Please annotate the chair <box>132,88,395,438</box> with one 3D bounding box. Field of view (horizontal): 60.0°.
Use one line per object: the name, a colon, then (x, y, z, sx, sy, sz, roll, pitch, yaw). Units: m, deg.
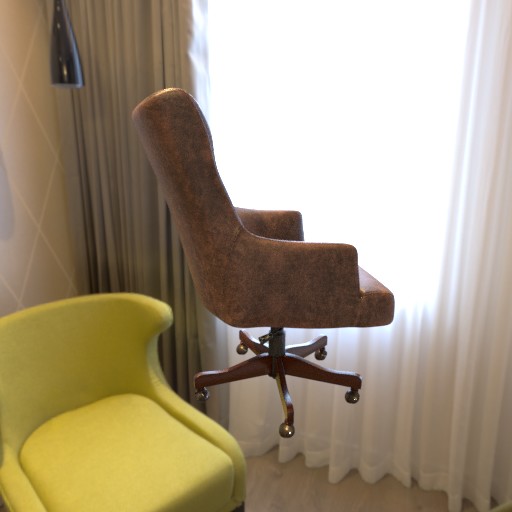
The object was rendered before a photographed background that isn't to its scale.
chair: (0.000, 0.000, 1.538, 0.762, 1.035, 0.641, -2, 15, -9)
